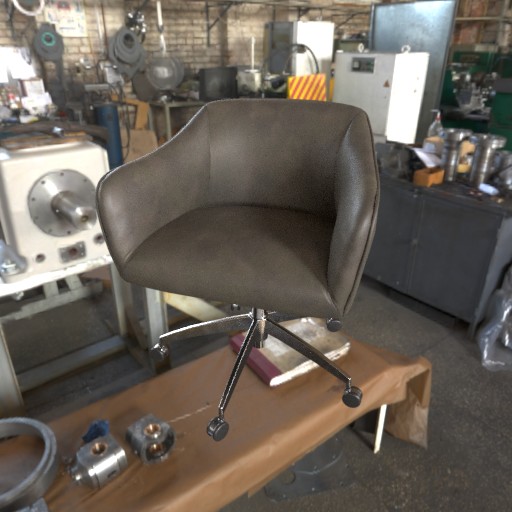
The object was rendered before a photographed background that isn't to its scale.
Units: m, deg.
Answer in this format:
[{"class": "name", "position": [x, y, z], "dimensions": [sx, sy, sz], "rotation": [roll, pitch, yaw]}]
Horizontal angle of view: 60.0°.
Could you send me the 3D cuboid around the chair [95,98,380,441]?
[{"class": "chair", "position": [0.000, 0.000, 1.317], "dimensions": [0.713, 0.827, 0.689], "rotation": [8, 27, 17]}]
